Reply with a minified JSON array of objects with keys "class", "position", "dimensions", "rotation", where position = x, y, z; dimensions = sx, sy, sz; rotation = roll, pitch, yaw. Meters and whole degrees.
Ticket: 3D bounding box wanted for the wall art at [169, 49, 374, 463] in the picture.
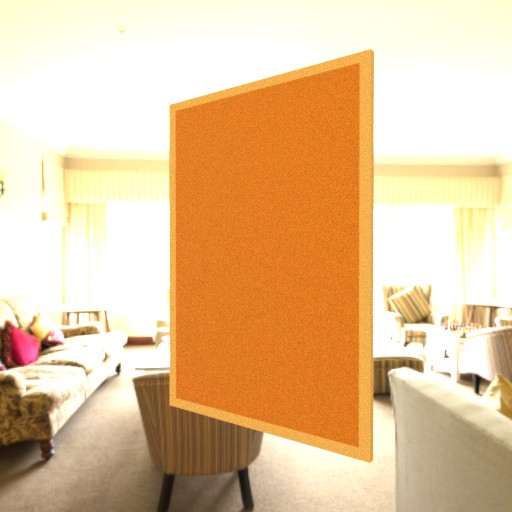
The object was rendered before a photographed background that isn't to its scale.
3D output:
[{"class":"wall art","position":[0.000,0.000,0.839],"dimensions":[0.456,0.656,0.013],"rotation":[0,1,36]}]
